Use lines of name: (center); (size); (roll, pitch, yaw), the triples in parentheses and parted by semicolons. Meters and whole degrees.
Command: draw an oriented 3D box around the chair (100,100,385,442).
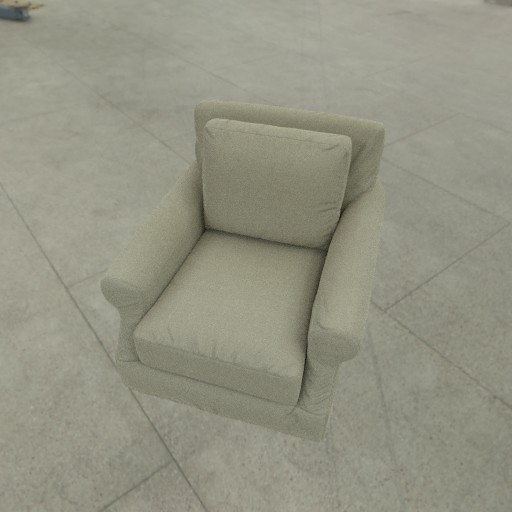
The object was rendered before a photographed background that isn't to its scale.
chair: (0.000, 0.000, 1.807); (0.940, 0.866, 1.066); (11, 42, 13)
